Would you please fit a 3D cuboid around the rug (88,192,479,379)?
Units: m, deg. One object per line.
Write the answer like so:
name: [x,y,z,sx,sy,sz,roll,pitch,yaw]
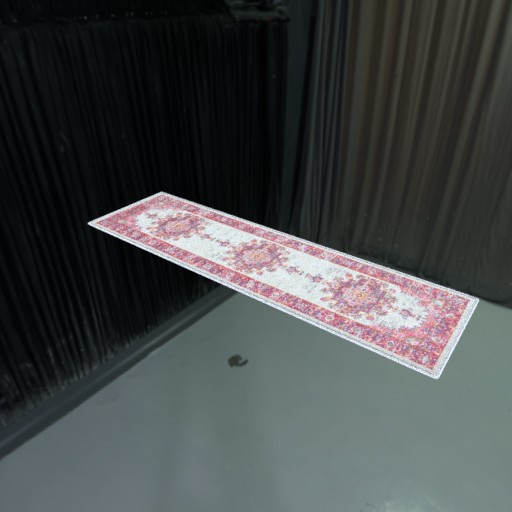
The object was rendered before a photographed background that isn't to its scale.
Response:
rug: [0.000,0.000,2.573,2.294,0.011,0.666,21,37,31]
